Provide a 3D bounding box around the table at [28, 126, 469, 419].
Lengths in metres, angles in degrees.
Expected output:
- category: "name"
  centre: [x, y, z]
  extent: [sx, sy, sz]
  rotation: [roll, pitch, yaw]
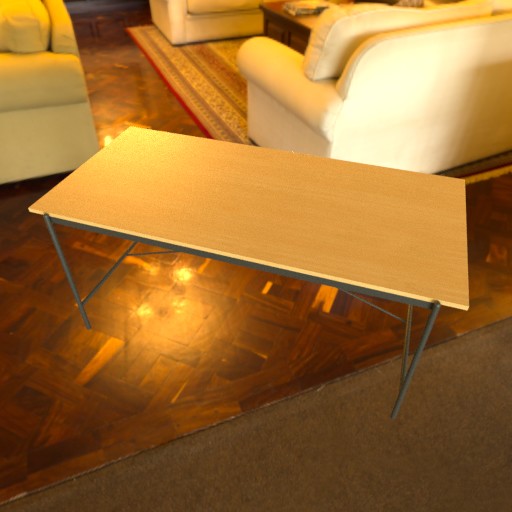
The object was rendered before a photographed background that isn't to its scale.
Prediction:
- category: "table"
  centre: [0.000, 0.000, 2.261]
  extent: [1.800, 0.758, 0.900]
  rotation: [13, 43, 14]
